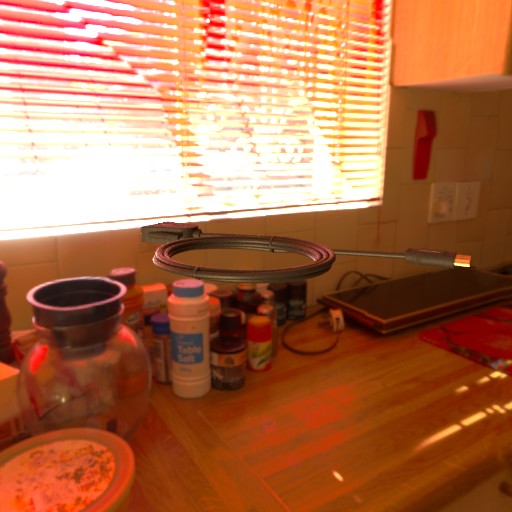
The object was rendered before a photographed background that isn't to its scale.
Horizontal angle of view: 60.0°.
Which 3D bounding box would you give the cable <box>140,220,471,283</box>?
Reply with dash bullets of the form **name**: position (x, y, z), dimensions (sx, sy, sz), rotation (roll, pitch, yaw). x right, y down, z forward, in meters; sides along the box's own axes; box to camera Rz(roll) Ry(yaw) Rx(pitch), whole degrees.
- **cable**: position (0.000, 0.000, 0.327), dimensions (0.281, 0.015, 0.136), rotation (7, 15, 27)
